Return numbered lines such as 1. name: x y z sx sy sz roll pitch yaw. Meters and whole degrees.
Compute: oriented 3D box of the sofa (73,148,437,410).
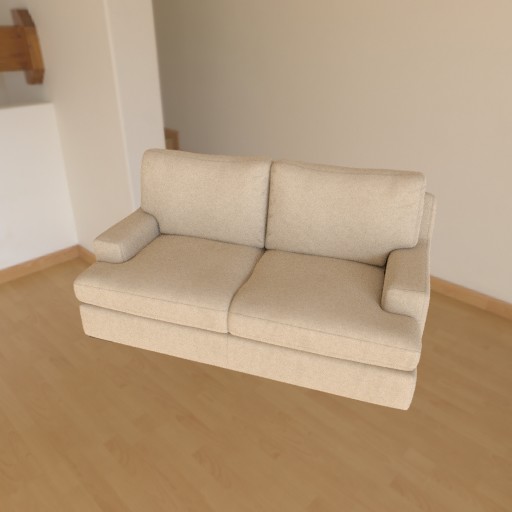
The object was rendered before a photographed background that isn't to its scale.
1. sofa: 0.000 0.000 2.534 1.885 0.967 0.962 9 29 17
